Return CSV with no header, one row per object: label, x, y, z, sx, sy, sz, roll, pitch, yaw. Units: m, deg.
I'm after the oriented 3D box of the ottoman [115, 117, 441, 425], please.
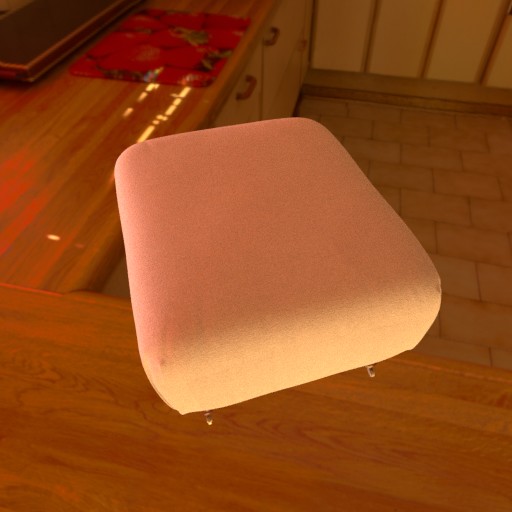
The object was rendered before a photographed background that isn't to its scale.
ottoman,0.000,0.000,1.152,0.622,0.450,0.746,-12,48,-12
